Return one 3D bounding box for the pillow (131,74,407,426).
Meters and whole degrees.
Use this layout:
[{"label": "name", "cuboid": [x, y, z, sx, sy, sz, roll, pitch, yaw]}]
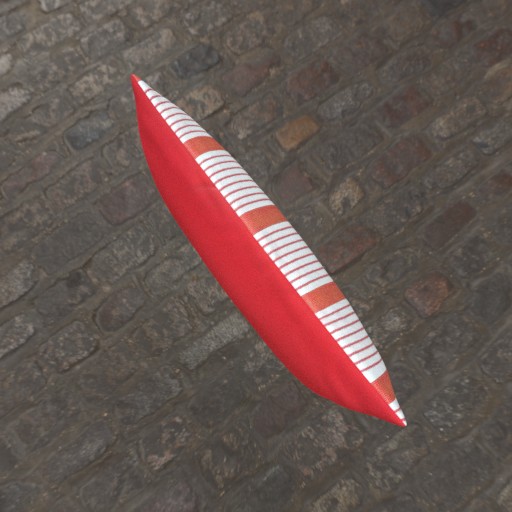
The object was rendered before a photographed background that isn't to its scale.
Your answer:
[{"label": "pillow", "cuboid": [0.000, 0.000, 0.731, 0.151, 0.297, 0.608, -36, 79, -8]}]
